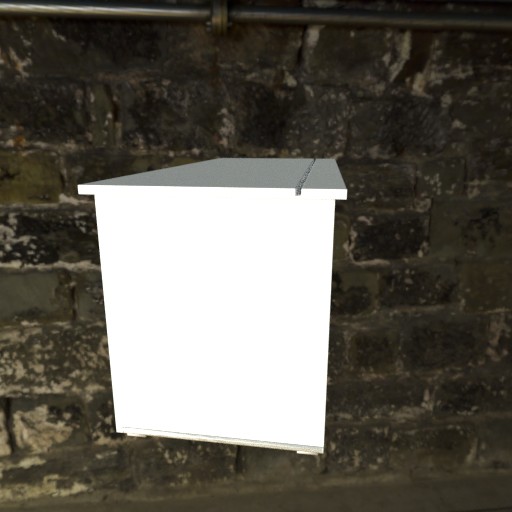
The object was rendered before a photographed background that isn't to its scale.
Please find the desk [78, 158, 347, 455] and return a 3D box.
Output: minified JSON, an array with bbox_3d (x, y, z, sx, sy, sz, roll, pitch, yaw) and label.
[{"bbox_3d":[0.000,0.000,1.924,0.670,0.760,1.580,2,15,8],"label":"desk"}]
